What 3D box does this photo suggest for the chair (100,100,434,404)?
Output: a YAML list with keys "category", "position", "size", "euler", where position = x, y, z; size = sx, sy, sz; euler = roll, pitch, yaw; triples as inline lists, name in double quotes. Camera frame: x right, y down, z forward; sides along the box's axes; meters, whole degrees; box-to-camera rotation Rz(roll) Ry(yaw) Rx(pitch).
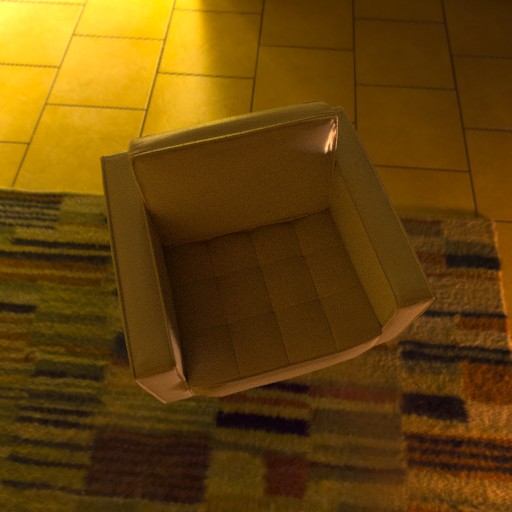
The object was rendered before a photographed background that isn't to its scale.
- category: "chair"
  position: [0.000, 0.000, 1.553]
  size: [0.928, 0.773, 0.843]
  euler: [-14, 64, -7]
